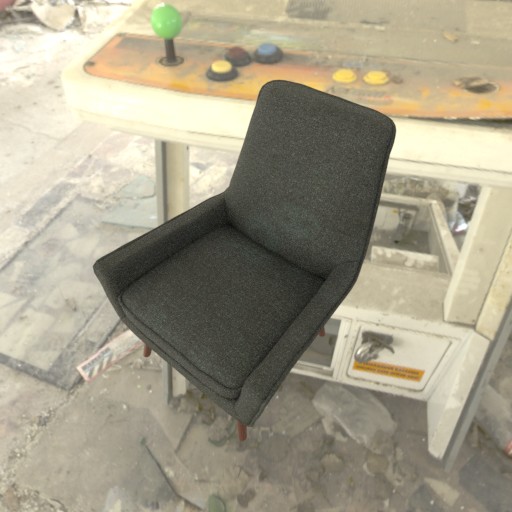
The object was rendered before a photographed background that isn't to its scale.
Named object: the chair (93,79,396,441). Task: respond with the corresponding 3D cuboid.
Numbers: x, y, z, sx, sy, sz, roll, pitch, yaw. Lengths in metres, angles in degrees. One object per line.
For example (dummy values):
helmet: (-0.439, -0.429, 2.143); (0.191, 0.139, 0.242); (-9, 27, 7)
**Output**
chair: (0.000, 0.000, 1.549); (0.763, 0.883, 0.859); (31, 53, 27)
